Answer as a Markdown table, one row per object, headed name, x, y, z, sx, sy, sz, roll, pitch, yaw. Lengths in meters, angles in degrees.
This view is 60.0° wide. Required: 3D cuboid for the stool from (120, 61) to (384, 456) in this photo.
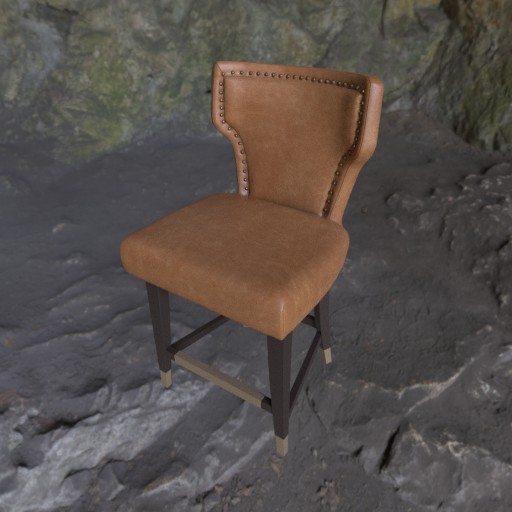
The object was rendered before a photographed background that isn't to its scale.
| name | x | y | z | sx | sy | sz | roll | pitch | yaw |
| --- | --- | --- | --- | --- | --- | --- | --- | --- | --- |
| stool | 0.000 | 0.000 | 1.295 | 0.526 | 0.982 | 0.563 | 19 | 37 | 28 |
